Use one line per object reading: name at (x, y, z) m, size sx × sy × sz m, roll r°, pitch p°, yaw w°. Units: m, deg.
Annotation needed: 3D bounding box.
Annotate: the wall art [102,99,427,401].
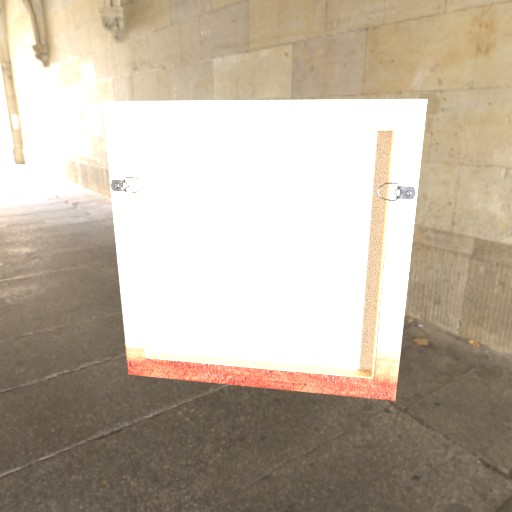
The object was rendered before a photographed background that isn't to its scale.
wall art at (0.000, 0.000, 1.147) m, size 0.760 × 0.760 × 0.042 m, roll 3°, pitch 17°, yaw 9°
